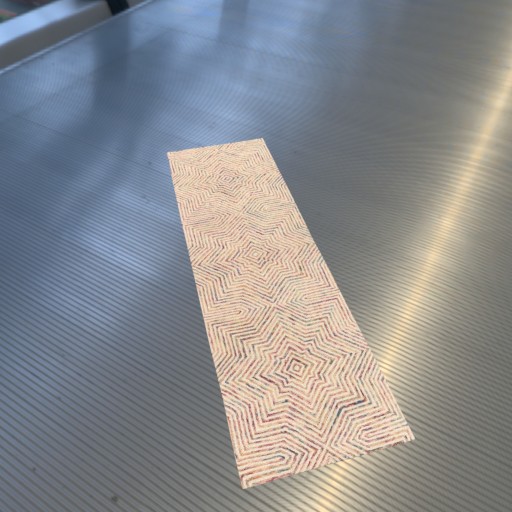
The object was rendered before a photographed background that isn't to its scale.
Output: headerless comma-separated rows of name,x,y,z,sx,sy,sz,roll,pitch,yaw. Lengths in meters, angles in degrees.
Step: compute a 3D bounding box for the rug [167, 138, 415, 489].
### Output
rug,0.000,0.000,2.643,0.771,0.009,2.443,-11,48,-10
